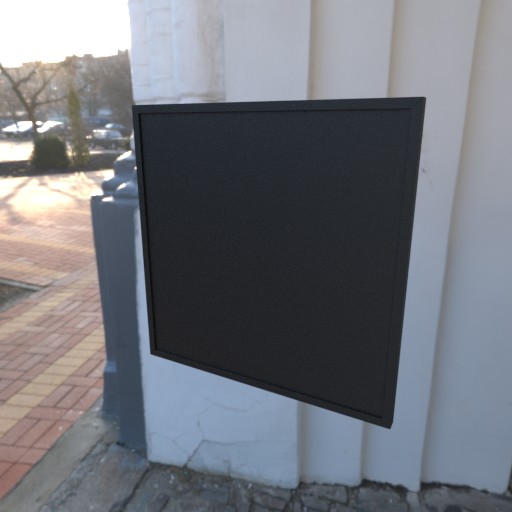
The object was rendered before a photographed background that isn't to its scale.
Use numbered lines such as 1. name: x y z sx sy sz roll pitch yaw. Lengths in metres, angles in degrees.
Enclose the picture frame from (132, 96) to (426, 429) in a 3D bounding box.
1. picture frame: 0.000 0.000 1.178 0.775 0.775 0.032 9 19 28
